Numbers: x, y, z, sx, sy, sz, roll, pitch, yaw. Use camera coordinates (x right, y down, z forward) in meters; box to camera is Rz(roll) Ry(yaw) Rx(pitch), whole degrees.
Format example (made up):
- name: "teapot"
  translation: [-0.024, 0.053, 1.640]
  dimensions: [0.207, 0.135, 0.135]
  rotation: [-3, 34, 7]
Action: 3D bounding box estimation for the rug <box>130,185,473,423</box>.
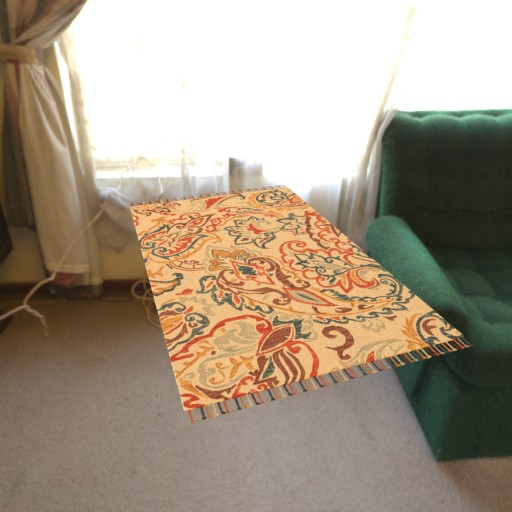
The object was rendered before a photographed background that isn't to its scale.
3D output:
- name: "rug"
  translation: [0.000, 0.000, 3.168]
  dimensions: [1.523, 0.010, 2.584]
  rotation: [-10, 30, -17]
